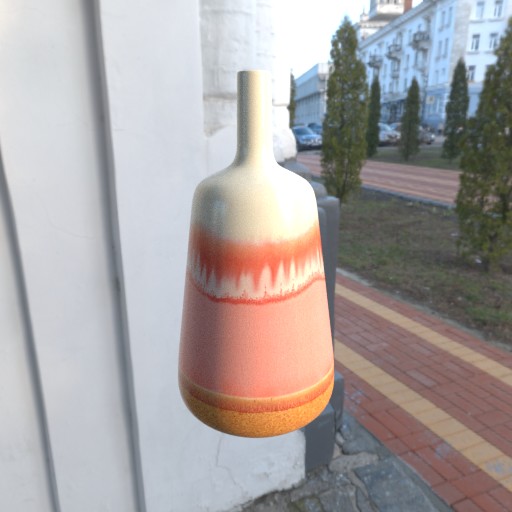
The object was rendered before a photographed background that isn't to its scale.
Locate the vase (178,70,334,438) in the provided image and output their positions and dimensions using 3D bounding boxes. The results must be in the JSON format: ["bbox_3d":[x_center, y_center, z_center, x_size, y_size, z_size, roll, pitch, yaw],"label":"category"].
[{"bbox_3d":[0.000,0.000,0.384,0.144,0.296,0.144,0,17,0],"label":"vase"}]
